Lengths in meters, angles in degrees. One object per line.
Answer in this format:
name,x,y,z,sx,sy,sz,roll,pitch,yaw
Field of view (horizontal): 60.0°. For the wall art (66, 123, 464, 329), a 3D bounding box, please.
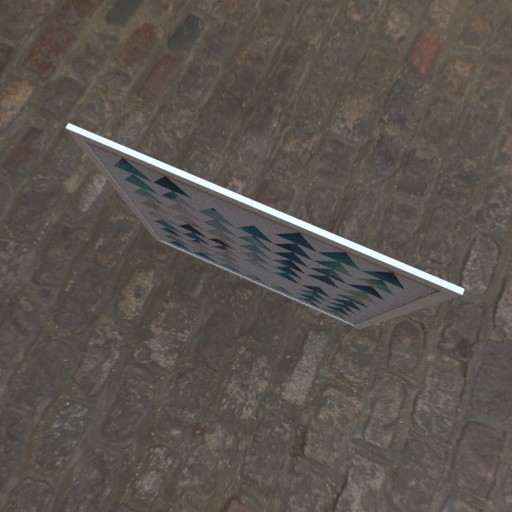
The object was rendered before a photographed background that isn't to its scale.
wall art,0.000,0.000,0.688,0.456,0.456,0.007,23,77,6
